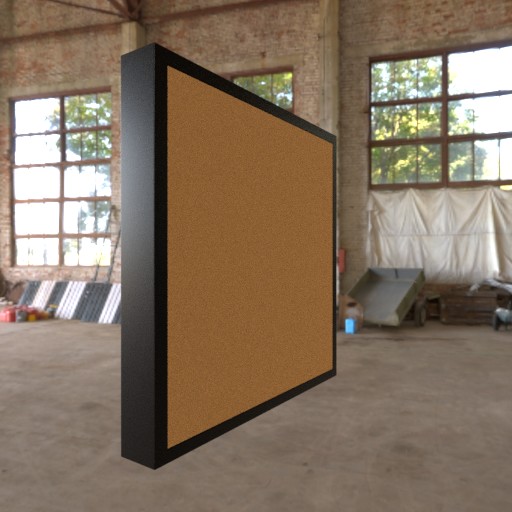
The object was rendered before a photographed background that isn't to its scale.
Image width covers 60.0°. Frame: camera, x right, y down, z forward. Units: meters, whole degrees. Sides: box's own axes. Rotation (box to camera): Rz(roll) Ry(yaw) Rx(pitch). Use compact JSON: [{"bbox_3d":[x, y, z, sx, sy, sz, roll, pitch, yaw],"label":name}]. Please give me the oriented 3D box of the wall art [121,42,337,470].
[{"bbox_3d":[0.000,0.000,0.442,0.037,0.299,0.299,0,0,35],"label":"wall art"}]
